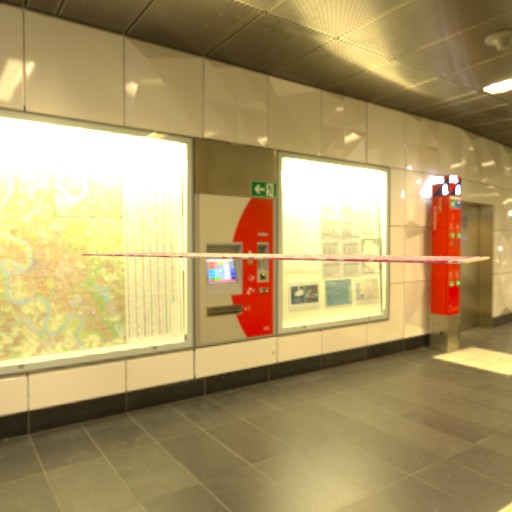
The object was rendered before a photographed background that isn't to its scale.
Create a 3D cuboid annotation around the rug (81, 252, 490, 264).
[{"bbox_3d":[0.000,0.000,2.675,2.458,0.011,0.787,1,2,35],"label":"rug"}]
